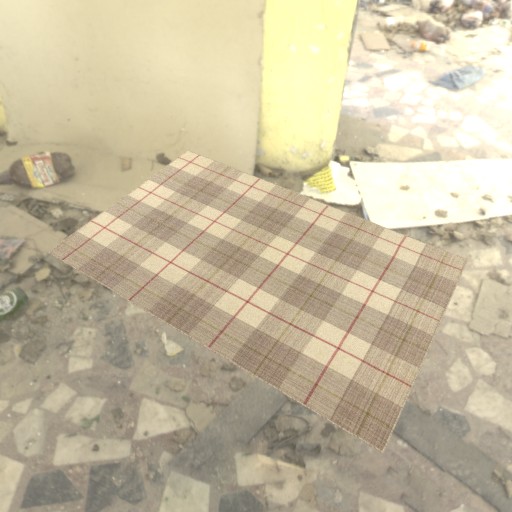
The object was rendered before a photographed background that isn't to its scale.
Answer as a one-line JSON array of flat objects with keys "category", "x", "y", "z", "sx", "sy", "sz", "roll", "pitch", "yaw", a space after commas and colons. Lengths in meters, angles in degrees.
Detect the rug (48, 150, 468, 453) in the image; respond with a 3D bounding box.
[{"category": "rug", "x": 0.000, "y": 0.000, "z": 3.047, "sx": 2.464, "sy": 0.010, "sz": 1.549, "roll": 25, "pitch": 51, "yaw": 22}]
